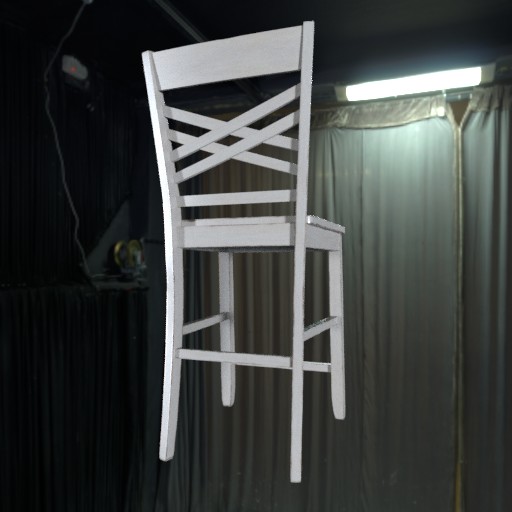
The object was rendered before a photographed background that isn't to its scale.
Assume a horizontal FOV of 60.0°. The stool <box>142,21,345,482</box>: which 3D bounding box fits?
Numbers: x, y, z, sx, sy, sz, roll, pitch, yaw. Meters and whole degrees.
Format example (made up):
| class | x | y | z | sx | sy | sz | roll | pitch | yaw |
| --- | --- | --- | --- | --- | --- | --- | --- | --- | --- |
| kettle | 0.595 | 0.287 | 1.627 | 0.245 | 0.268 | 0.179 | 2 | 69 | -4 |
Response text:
| class | x | y | z | sx | sy | sz | roll | pitch | yaw |
| --- | --- | --- | --- | --- | --- | --- | --- | --- | --- |
| stool | 0.000 | 0.000 | 1.328 | 0.462 | 1.079 | 0.539 | 0 | -1 | 19 |
